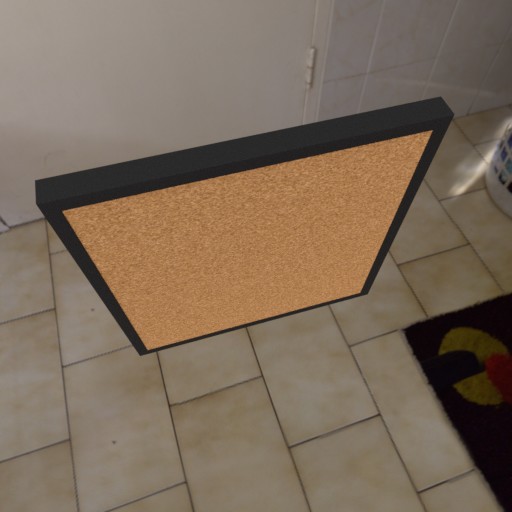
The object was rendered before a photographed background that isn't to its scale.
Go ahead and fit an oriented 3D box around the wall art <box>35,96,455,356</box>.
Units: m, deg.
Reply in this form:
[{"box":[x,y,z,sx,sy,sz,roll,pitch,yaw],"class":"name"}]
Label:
[{"box":[0.000,0.000,0.740,0.506,0.503,0.036,-14,60,-8],"class":"wall art"}]
